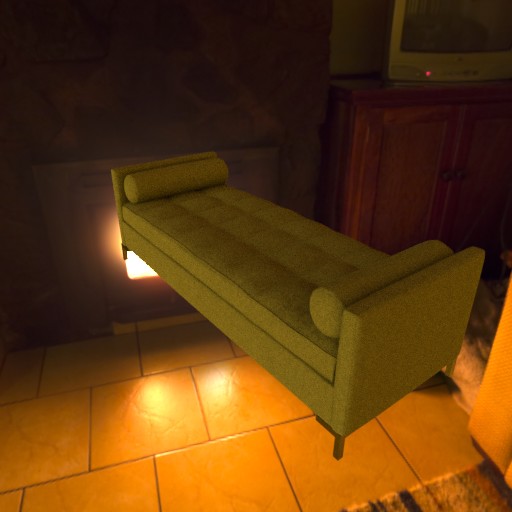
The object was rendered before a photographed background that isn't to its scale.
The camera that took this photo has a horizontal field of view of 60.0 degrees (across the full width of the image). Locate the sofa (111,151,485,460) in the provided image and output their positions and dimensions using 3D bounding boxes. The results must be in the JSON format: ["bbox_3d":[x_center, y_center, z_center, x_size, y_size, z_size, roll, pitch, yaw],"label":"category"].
[{"bbox_3d":[0.000,0.000,2.456,0.797,0.657,2.102,-19,33,-33],"label":"sofa"}]
